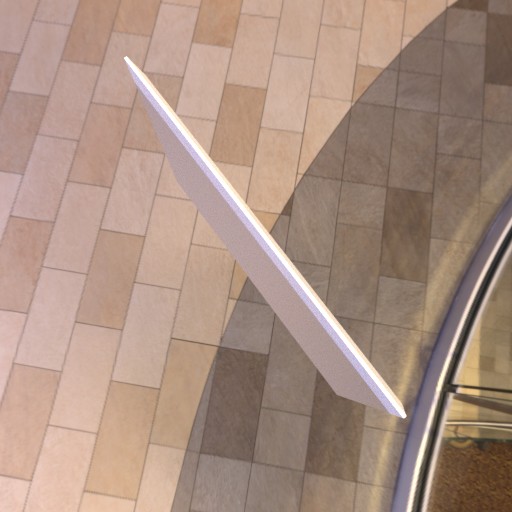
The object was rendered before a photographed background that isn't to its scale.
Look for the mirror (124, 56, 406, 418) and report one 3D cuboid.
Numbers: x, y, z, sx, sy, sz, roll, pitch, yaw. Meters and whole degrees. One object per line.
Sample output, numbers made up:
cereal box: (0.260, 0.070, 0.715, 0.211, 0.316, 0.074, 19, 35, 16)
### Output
mirror: (0.000, 0.000, 1.132, 0.030, 0.630, 0.870, -36, 79, -8)
